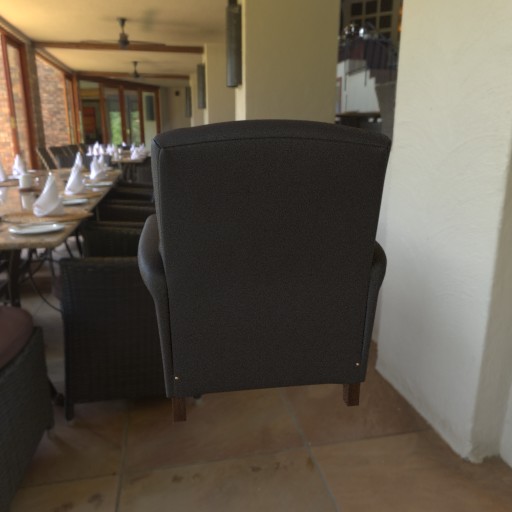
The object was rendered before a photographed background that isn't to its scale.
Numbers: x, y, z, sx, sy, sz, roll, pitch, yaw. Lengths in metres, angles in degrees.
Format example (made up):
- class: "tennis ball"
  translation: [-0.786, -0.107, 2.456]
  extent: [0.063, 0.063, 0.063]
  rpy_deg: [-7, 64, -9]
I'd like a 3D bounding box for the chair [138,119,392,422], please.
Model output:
- class: "chair"
  translation: [0.000, 0.000, 1.857]
  extent: [0.978, 1.061, 0.902]
  rpy_deg: [-2, 15, -8]
